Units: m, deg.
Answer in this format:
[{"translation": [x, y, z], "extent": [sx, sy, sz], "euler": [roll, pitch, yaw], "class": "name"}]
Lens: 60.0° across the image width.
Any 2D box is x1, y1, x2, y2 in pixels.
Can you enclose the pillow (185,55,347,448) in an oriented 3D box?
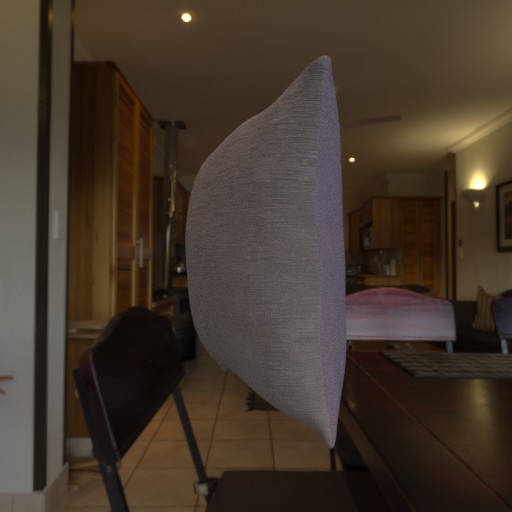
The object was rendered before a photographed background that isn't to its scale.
[{"translation": [0.000, 0.000, 0.686], "extent": [0.204, 0.439, 0.452], "euler": [1, -2, -19], "class": "pillow"}]
